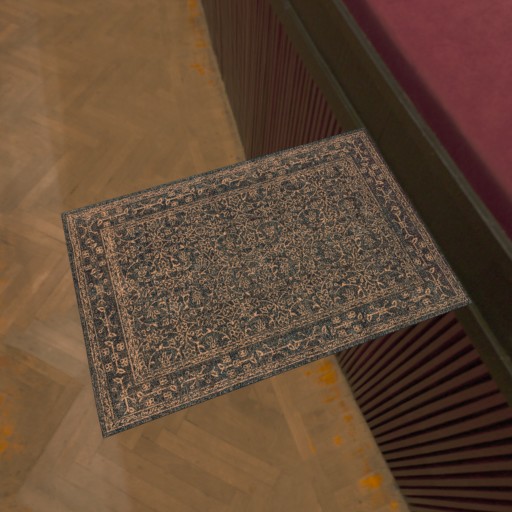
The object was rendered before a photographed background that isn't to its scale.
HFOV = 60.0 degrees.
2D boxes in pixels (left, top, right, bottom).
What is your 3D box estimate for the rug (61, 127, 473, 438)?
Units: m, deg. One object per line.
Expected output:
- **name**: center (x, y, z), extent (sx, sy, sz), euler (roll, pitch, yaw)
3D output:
- **rug**: center (0.000, 0.000, 2.278), extent (1.819, 0.005, 1.200), euler (-18, 64, -9)
